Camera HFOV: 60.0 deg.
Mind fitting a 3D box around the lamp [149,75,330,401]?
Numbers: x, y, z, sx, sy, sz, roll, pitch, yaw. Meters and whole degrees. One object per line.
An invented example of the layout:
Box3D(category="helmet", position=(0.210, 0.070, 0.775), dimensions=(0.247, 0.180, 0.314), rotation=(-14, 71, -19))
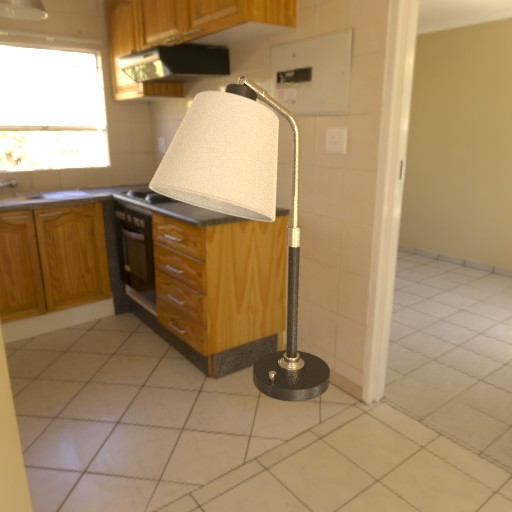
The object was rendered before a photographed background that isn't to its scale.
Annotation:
Box3D(category="lamp", position=(0.000, 0.000, 0.714), dimensions=(0.181, 0.539, 0.348), rotation=(14, 21, 41))
